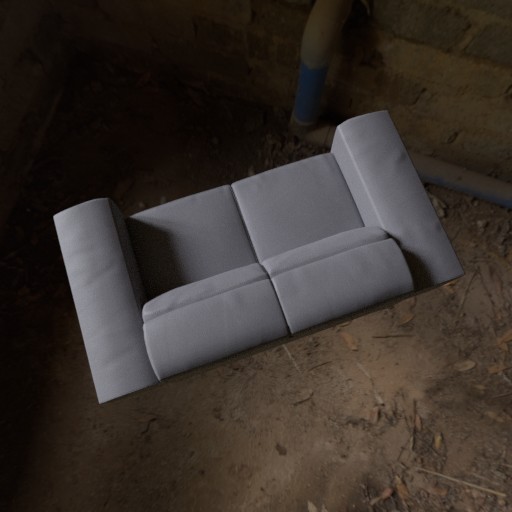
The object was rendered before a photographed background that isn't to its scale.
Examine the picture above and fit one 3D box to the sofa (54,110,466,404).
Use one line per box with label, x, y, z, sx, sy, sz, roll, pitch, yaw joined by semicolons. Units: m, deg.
sofa;0.000;0.000;2.455;1.895;0.779;1.003;-19;76;-5
